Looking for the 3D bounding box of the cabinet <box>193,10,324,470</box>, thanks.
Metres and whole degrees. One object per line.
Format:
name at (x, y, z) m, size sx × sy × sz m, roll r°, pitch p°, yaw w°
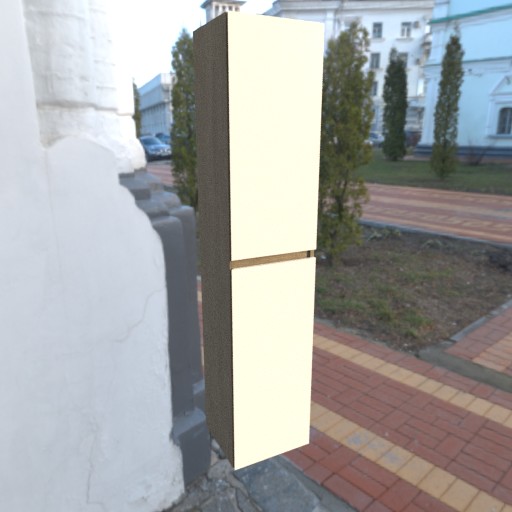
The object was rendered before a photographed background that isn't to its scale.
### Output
cabinet at (0.000, 0.000, 1.495) m, size 0.300 × 1.400 × 0.270 m, roll -8°, pitch 17°, yaw -26°
